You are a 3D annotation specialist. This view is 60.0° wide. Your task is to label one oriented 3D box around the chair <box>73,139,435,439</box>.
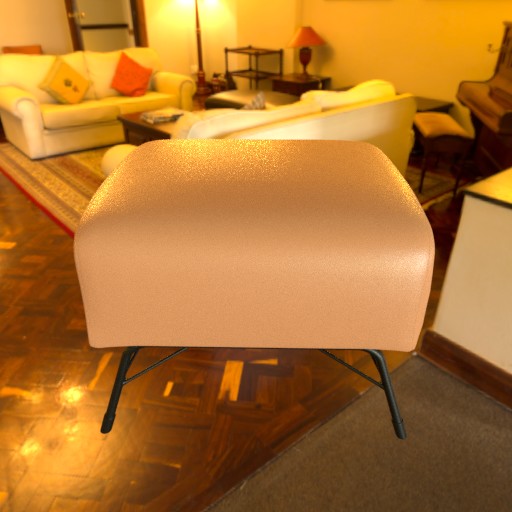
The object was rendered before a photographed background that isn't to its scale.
[{"bbox_3d":[0.000,0.000,0.887,0.530,0.410,0.530,1,30,1],"label":"chair"}]
